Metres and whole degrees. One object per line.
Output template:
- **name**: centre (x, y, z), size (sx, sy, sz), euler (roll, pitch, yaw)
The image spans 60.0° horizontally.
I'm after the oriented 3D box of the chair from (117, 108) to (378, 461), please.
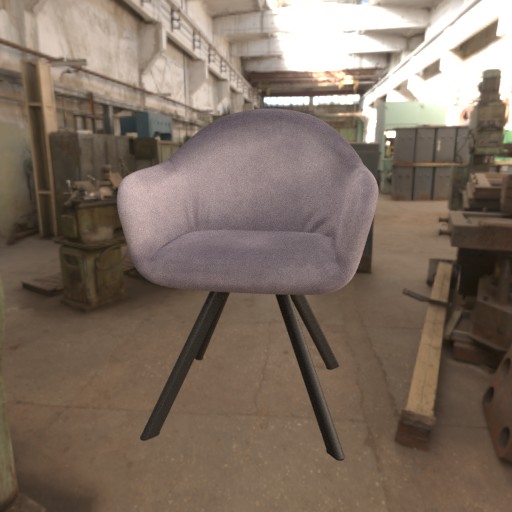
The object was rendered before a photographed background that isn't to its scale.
- **chair**: centre (0.000, 0.000, 1.174), size (0.570, 0.780, 0.540), euler (2, 14, 8)
